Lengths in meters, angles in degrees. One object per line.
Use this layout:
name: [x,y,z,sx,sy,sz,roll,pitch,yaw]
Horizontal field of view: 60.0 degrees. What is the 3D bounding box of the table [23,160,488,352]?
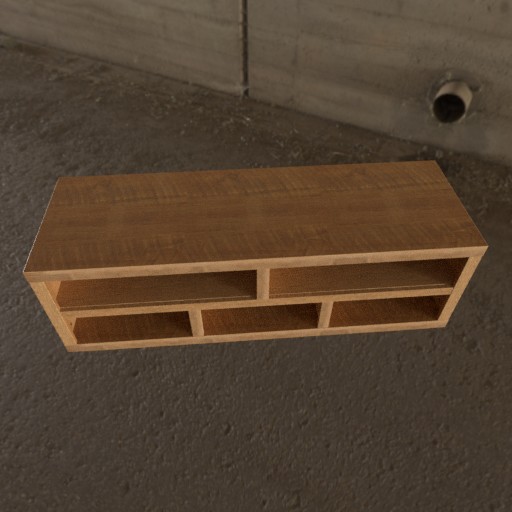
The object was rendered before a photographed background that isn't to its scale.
table: [0.000,0.000,1.771,1.499,0.491,0.499,-3,46,-3]
